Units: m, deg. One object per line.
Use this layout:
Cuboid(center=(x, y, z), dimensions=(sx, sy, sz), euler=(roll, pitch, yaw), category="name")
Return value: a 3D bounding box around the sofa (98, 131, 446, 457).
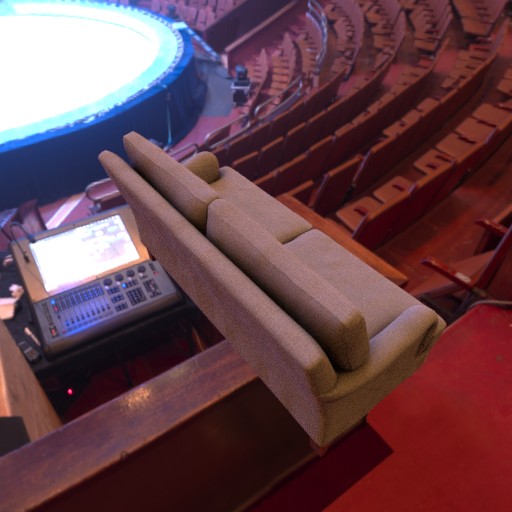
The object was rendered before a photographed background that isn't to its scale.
Cuboid(center=(0.000, 0.000, 2.823), dimensions=(1.069, 1.096, 2.193), euler=(-26, 47, -27), category="sofa")
